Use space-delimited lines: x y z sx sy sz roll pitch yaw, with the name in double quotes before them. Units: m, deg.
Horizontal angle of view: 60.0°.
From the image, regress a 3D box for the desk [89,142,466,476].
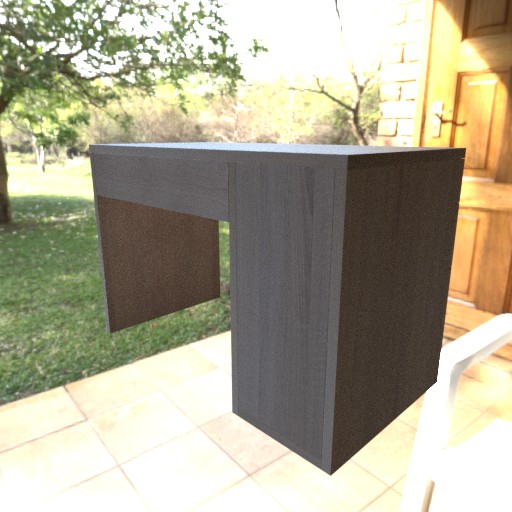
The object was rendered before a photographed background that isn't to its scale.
"desk" 0.000 0.000 1.515 0.600 0.731 1.100 -15 21 -43
